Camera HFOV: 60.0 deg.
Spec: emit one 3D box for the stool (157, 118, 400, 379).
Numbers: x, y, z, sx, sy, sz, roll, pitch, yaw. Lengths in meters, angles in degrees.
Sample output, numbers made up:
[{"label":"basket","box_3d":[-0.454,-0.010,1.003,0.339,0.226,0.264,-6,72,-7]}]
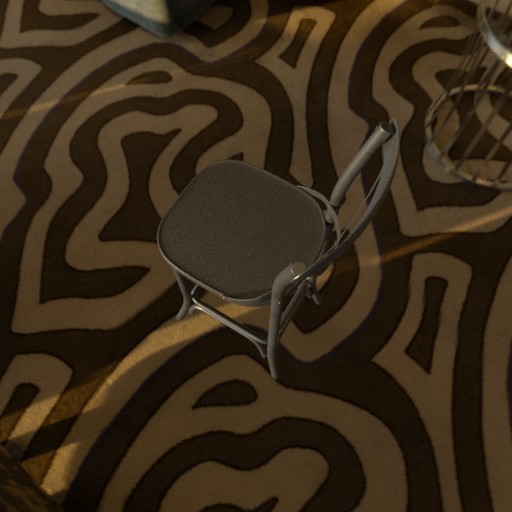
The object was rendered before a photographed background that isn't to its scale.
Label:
[{"label":"stool","box_3d":[0.000,0.000,1.452,0.584,1.168,0.457,29,68,13]}]
